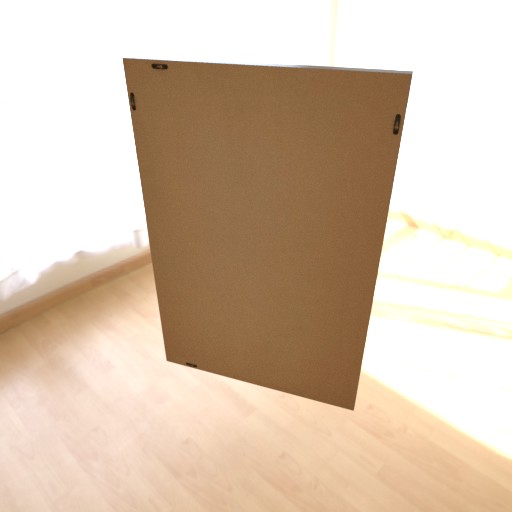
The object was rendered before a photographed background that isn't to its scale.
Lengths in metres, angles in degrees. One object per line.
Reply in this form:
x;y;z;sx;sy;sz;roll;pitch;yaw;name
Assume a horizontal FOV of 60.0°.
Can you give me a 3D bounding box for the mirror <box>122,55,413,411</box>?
0.000;0.000;1.138;0.609;0.915;0.040;10;33;16;mirror
